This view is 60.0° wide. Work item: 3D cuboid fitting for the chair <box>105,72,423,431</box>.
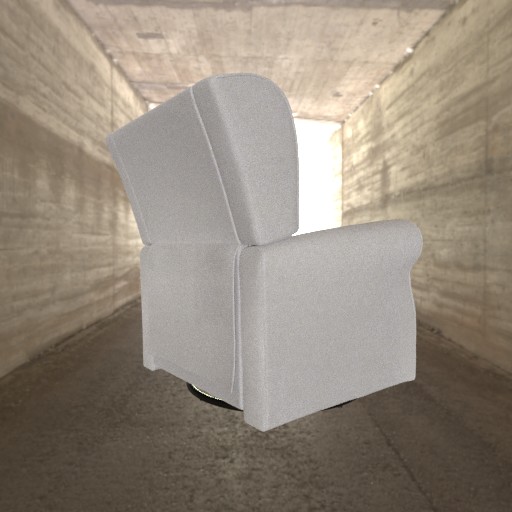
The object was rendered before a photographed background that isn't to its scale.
[{"bbox_3d":[0.000,0.000,1.622,0.854,0.967,0.906,-1,2,-37],"label":"chair"}]
